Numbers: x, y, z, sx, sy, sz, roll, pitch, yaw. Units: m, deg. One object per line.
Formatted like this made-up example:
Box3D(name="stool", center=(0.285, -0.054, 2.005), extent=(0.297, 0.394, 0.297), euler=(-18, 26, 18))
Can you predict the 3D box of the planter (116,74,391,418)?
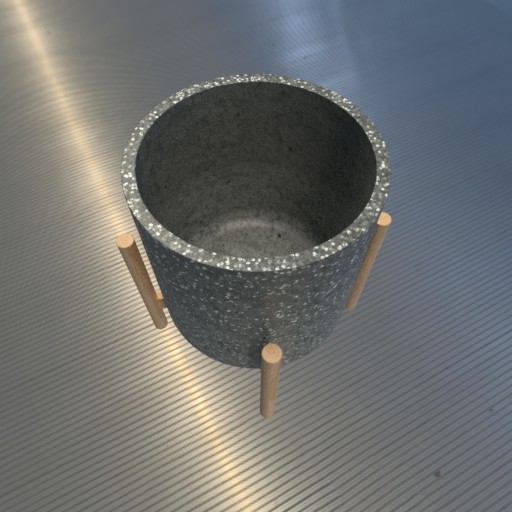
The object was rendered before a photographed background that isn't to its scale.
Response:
Box3D(name="planter", center=(0.000, 0.000, 0.679), extent=(0.360, 0.419, 0.360), euler=(14, 59, 9))
